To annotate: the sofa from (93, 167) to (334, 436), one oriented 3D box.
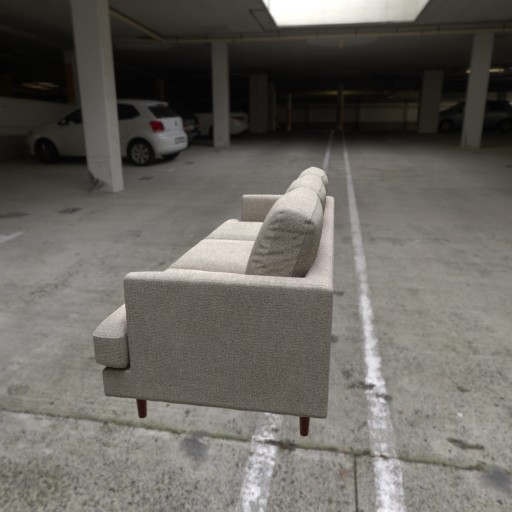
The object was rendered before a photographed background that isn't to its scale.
[{"bbox_3d":[0.000,0.000,2.643,0.903,0.930,2.246,3,16,9],"label":"sofa"}]
